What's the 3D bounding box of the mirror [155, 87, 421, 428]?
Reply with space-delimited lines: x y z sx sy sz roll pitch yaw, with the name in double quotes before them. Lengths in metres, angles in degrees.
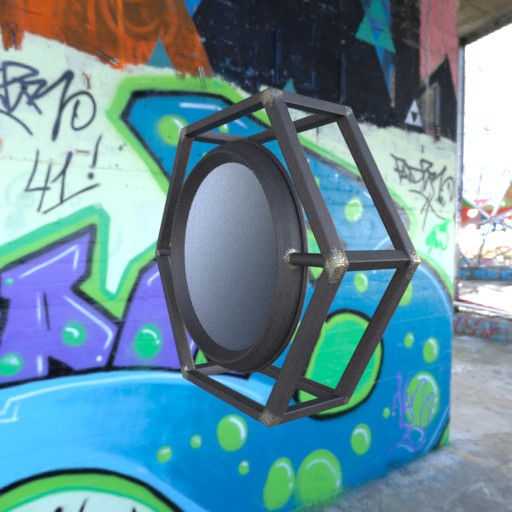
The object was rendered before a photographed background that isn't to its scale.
"mirror" 0.000 0.000 0.545 0.119 0.334 0.380 -2 3 -35
